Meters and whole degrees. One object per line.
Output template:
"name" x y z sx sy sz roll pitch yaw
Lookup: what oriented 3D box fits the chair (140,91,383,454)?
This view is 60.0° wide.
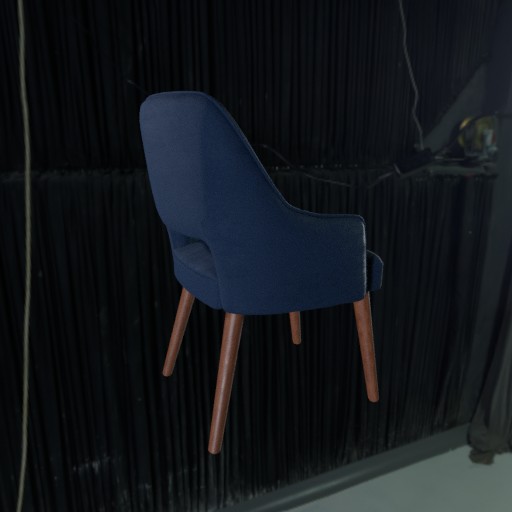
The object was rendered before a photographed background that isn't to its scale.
"chair" 0.000 0.000 1.263 0.591 0.844 0.559 -7 16 -26
